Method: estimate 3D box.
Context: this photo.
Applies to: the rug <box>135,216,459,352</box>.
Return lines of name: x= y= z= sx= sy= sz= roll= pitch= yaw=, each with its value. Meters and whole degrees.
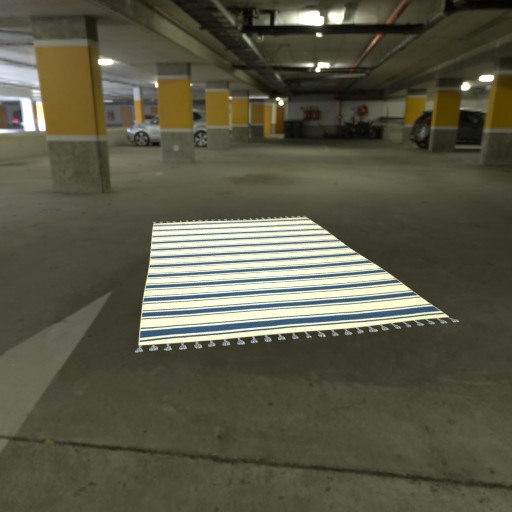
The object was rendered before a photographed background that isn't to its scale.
rug: x=0.000 y=0.000 z=2.613 sx=1.248 sy=0.009 sz=2.108 roll=-3 pitch=17 yaw=-10
